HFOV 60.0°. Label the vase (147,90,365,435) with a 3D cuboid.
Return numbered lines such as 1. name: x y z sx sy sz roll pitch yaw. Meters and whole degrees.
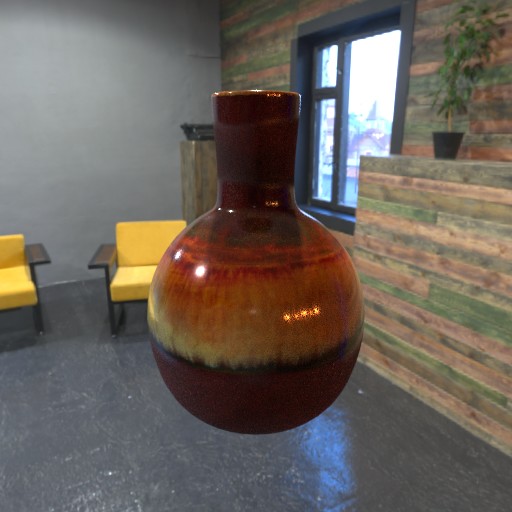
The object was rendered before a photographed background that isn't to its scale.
1. vase: 0.000 0.000 0.225 0.111 0.154 0.111 0 15 0
